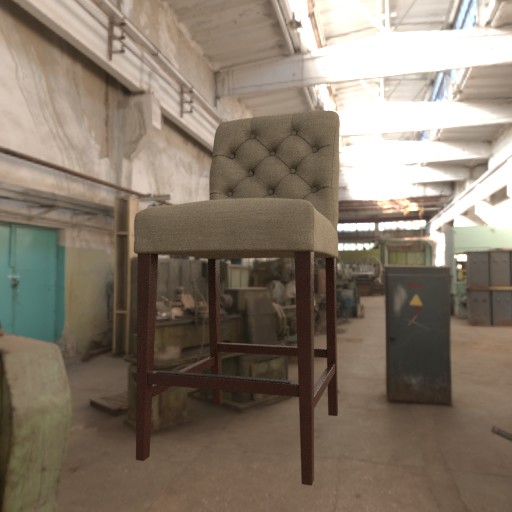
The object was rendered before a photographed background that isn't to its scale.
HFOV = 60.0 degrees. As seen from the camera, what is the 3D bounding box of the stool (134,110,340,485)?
[{"bbox_3d":[0.000,0.000,1.407,0.486,1.084,0.660,-1,-2,17],"label":"stool"}]
